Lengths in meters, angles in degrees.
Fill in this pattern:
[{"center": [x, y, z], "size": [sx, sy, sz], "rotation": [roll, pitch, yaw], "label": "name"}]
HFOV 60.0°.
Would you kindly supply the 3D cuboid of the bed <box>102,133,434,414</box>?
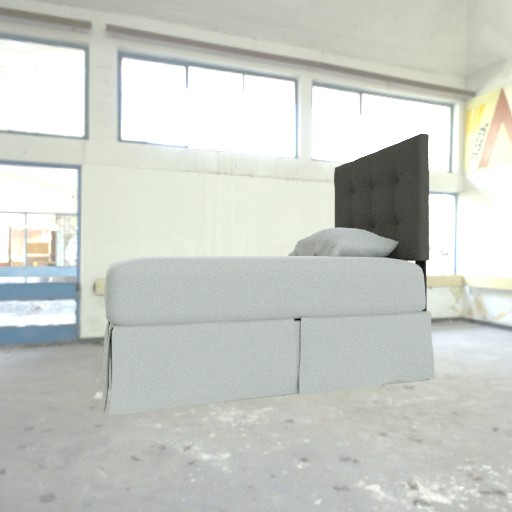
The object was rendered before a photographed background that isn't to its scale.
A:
[{"center": [0.000, 0.000, 3.046], "size": [1.997, 1.571, 1.261], "rotation": [0, 0, -18], "label": "bed"}]
